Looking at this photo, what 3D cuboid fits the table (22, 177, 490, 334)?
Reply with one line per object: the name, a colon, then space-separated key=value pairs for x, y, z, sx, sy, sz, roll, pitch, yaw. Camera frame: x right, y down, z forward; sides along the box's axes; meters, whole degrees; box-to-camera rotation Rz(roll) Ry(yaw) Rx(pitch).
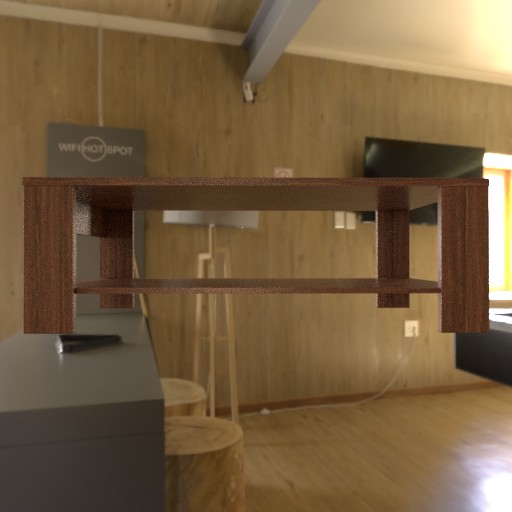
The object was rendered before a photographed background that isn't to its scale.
table: x=0.000 y=0.000 z=1.437 sx=1.200 sy=0.400 sz=0.600 roll=0 pitch=0 yaw=-1
